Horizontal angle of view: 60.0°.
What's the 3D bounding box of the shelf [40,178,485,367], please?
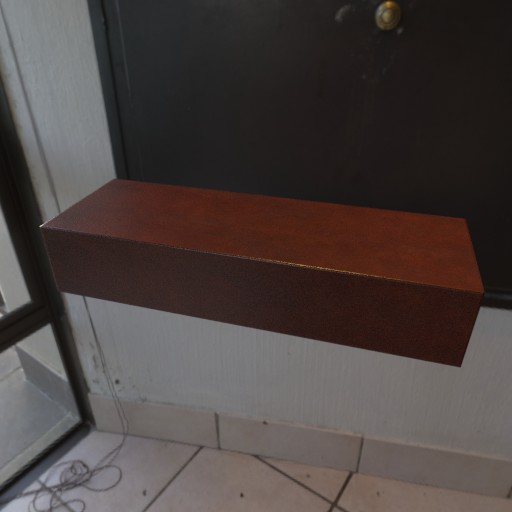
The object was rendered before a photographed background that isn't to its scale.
[{"bbox_3d":[0.000,0.000,0.524,0.457,0.088,0.152,8,32,14],"label":"shelf"}]
